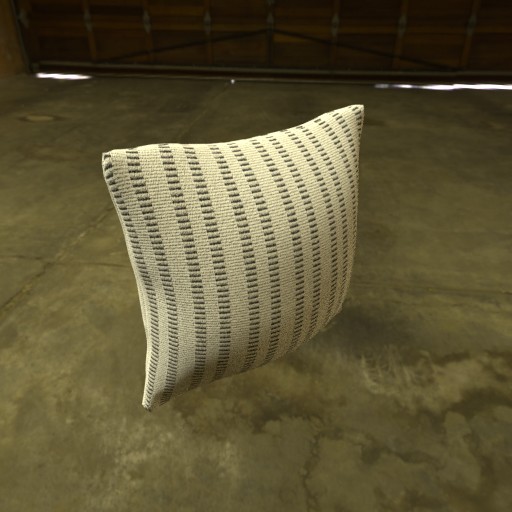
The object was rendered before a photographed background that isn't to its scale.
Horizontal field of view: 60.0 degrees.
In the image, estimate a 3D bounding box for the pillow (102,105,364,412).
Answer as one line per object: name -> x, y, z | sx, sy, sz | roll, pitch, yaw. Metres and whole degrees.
pillow -> 0.000, 0.000, 0.708 | 0.438, 0.419, 0.247 | -21, 36, -32
